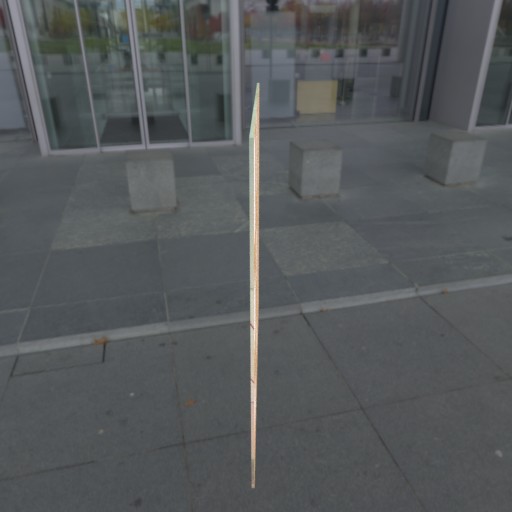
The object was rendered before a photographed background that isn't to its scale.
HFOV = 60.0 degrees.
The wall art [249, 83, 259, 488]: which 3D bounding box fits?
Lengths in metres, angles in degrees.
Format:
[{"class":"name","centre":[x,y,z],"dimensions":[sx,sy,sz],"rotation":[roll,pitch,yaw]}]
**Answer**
[{"class":"wall art","centre":[0.000,0.000,2.284],"dimensions":[0.013,1.523,1.517],"rotation":[0,27,1]}]
